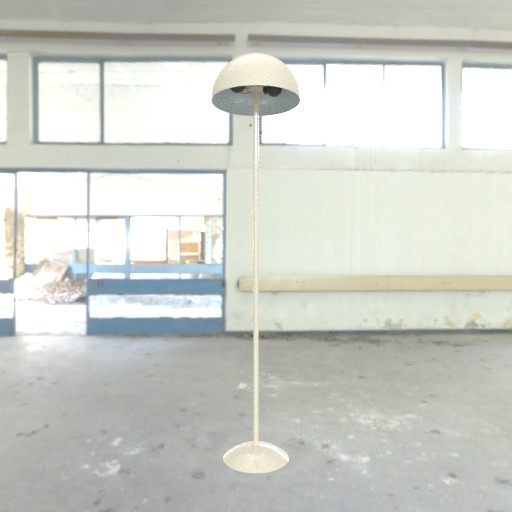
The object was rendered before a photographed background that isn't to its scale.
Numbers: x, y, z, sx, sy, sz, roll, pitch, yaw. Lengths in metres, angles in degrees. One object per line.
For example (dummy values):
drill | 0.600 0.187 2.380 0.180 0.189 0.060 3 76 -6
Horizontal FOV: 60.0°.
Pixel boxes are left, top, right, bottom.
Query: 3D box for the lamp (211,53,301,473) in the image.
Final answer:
lamp | 0.000 0.000 1.629 0.328 1.480 0.328 0 0 -1
